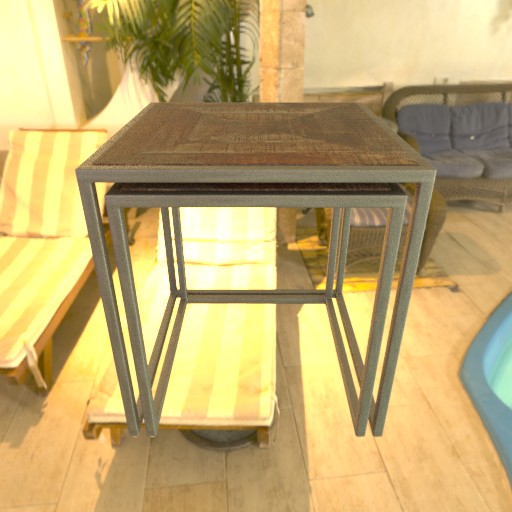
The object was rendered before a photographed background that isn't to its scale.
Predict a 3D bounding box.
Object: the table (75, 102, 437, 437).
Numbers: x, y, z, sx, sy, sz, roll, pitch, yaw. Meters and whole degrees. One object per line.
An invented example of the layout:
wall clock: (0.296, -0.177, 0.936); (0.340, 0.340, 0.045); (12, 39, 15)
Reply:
table: (0.000, 0.000, 0.864); (0.450, 0.500, 0.449); (0, 29, 0)
